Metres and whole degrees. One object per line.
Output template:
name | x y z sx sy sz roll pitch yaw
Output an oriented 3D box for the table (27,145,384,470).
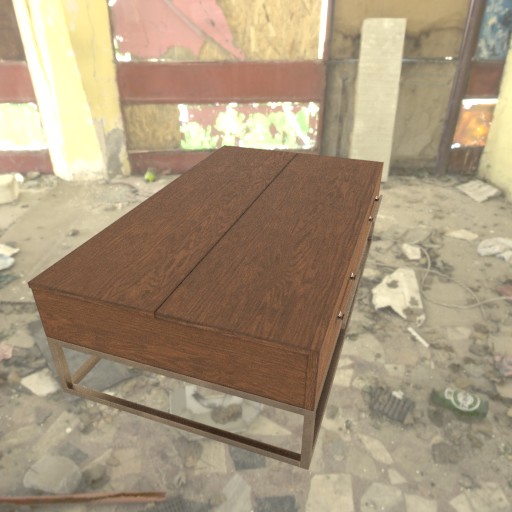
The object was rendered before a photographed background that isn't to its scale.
table | 0.000 0.000 1.497 0.719 0.361 1.167 10 32 17
